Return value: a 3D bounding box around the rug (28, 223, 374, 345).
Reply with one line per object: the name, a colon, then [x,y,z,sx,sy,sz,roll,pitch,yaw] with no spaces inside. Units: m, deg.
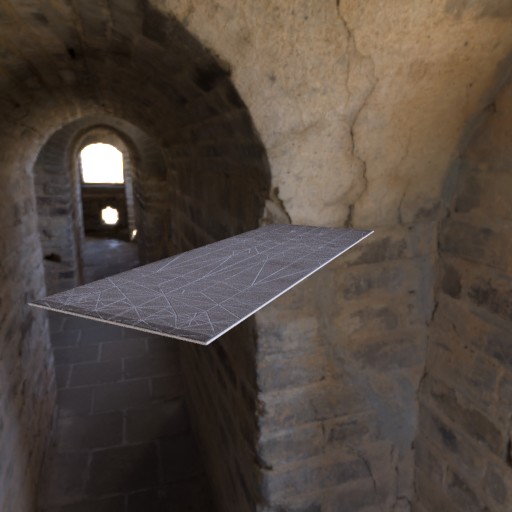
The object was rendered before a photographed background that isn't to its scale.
rug: [0.000,0.000,2.648,0.864,0.012,2.388,7,15,26]
